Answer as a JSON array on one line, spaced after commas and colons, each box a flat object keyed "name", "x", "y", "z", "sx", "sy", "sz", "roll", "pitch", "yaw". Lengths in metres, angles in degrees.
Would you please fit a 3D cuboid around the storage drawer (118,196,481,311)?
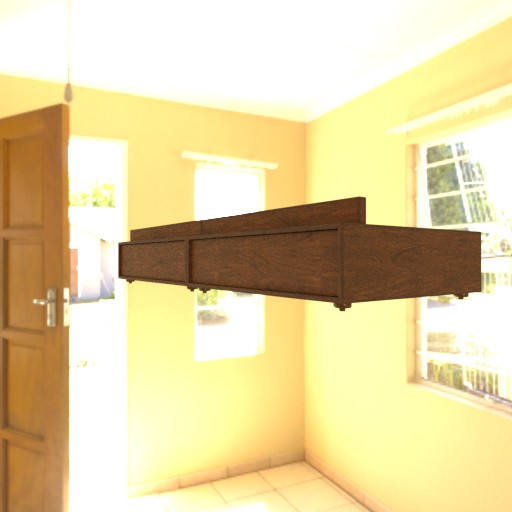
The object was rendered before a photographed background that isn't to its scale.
[{"name": "storage drawer", "x": 0.000, "y": 0.000, "z": 2.245, "sx": 0.774, "sy": 0.339, "sz": 1.914, "roll": 0, "pitch": 0, "yaw": -36}]
